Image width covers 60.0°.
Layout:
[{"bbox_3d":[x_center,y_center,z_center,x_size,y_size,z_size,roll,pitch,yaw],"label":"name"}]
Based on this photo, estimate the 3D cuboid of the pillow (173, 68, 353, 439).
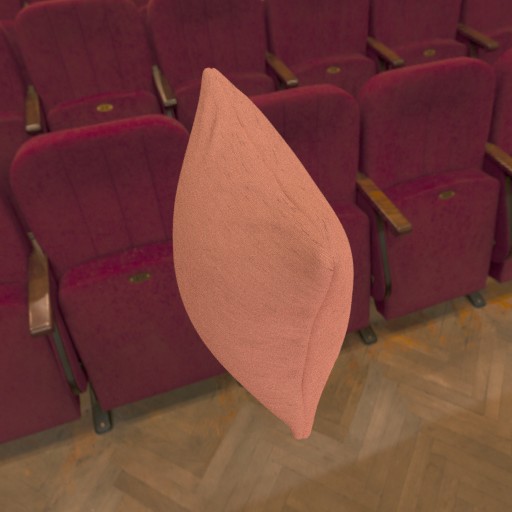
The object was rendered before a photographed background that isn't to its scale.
[{"bbox_3d":[0.000,0.000,0.679,0.246,0.415,0.432,-14,48,-13],"label":"pillow"}]
